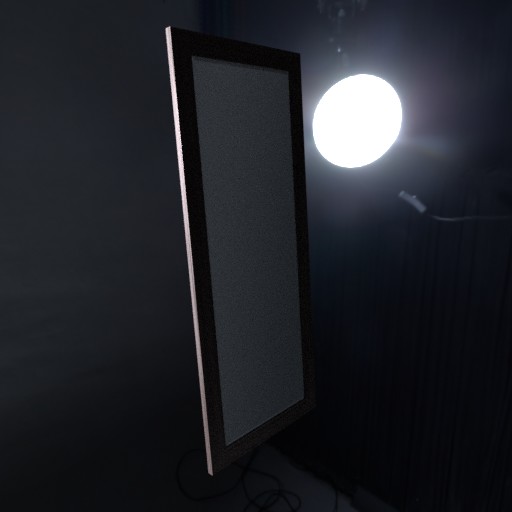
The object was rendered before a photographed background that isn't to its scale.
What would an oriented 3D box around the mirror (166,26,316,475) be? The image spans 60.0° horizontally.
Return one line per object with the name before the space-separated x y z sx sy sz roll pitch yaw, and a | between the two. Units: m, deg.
mirror | 0.000 0.000 2.251 0.812 2.020 0.221 -14 20 -43
